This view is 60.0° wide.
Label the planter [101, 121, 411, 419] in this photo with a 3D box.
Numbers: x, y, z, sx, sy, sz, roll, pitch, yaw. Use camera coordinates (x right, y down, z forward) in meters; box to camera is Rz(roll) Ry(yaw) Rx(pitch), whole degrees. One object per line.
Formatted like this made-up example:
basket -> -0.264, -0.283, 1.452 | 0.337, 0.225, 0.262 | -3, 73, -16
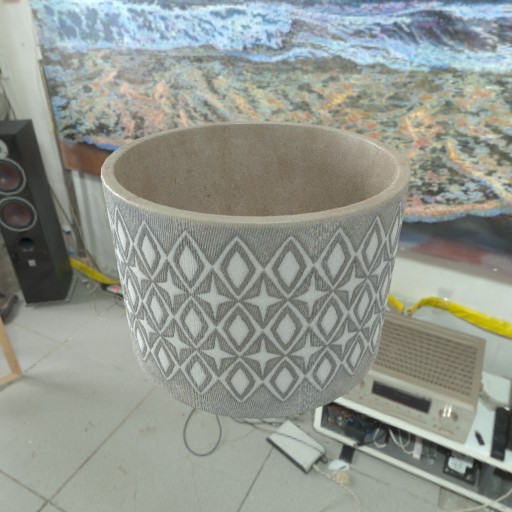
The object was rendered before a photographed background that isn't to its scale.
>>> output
planter -> 0.000, 0.000, 0.276 | 0.164, 0.127, 0.164 | 0, 31, 0
